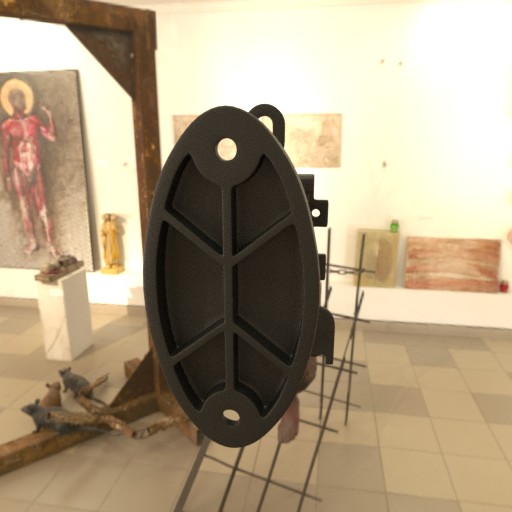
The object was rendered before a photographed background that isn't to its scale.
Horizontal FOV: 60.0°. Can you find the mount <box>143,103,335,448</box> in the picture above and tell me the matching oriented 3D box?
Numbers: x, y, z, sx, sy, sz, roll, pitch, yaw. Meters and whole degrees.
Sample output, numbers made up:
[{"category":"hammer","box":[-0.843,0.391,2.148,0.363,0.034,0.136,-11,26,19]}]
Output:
[{"category":"mount","box":[0.000,0.000,0.177,0.066,0.118,0.100,2,15,9]}]
